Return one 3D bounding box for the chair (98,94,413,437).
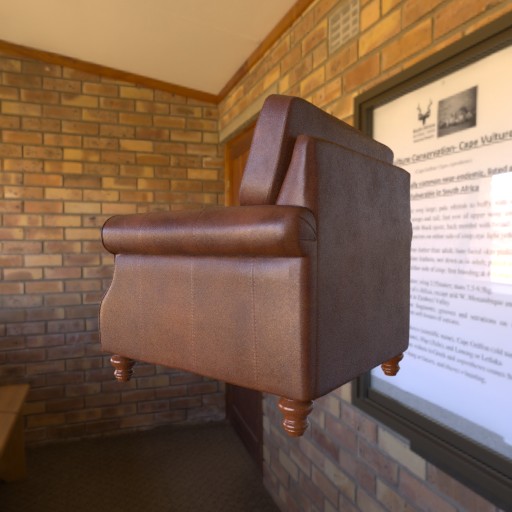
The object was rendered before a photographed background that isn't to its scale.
[{"bbox_3d":[0.000,0.000,1.774,0.992,0.972,0.989,1,2,38],"label":"chair"}]
